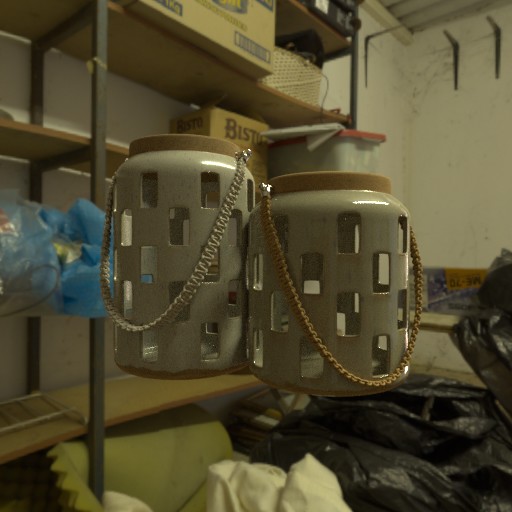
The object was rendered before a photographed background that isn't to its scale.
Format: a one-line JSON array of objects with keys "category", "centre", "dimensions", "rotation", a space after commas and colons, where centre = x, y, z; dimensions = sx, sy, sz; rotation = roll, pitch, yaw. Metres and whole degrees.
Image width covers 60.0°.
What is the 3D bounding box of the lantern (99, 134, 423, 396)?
[{"category": "lantern", "centre": [0.000, 0.000, 0.491], "dimensions": [0.347, 0.255, 0.184], "rotation": [0, 1, 18]}]
